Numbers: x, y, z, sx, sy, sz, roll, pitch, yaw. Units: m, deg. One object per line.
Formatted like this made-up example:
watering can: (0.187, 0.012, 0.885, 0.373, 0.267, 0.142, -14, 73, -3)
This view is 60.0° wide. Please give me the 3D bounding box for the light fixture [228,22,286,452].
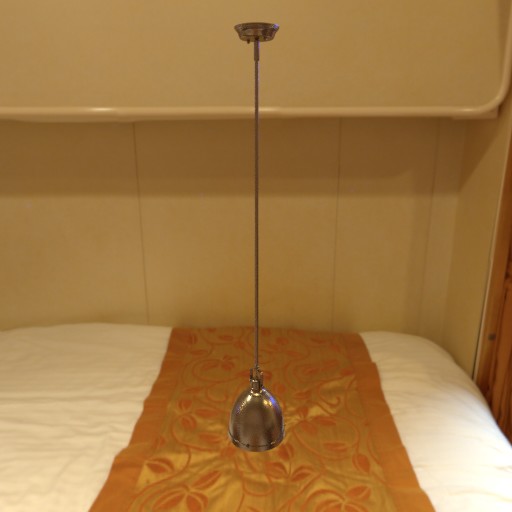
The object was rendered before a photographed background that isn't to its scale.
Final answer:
light fixture: (0.000, 0.000, 1.465, 0.217, 1.367, 0.211, 15, 22, 42)
